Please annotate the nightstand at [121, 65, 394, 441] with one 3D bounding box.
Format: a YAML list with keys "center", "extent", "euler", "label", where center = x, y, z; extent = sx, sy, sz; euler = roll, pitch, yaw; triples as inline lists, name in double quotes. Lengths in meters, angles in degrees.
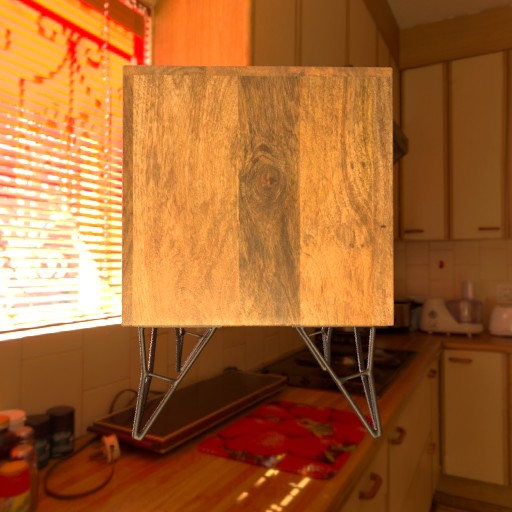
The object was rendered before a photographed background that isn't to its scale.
- center: [0.000, 0.000, 0.883]
  extent: [0.406, 0.559, 0.457]
  euler: [0, -1, -1]
  label: "nightstand"
